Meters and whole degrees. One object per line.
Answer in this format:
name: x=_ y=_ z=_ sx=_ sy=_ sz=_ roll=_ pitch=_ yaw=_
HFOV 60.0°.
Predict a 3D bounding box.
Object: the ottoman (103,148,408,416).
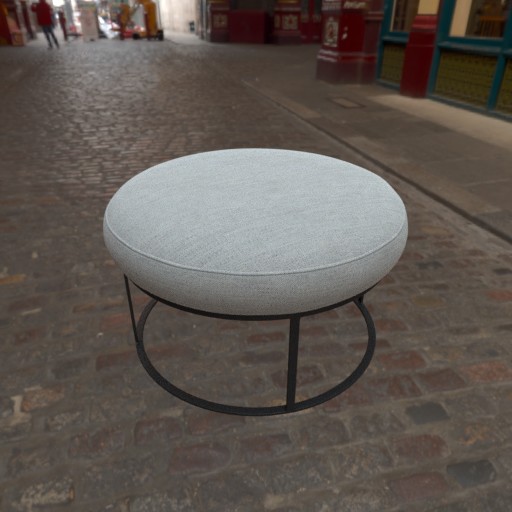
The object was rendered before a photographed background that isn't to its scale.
ottoman: x=0.000 y=0.000 z=1.228 sx=0.769 sy=0.459 sz=0.769 roll=0 pitch=30 yaw=0
